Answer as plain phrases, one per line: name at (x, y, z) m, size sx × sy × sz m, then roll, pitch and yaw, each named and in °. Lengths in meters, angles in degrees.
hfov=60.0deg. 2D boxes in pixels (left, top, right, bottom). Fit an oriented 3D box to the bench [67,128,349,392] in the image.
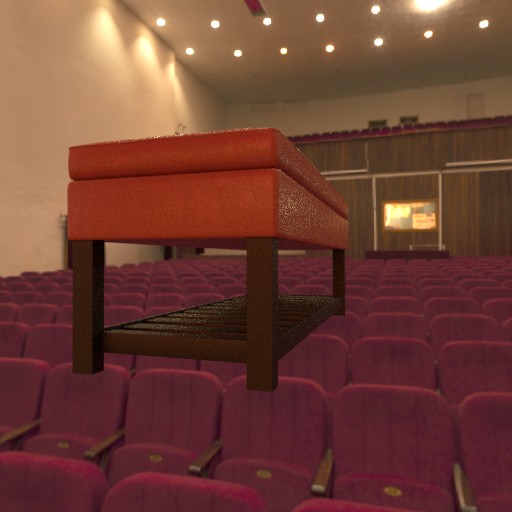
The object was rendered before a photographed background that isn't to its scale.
bench at (0.000, 0.000, 1.311) m, size 0.432 × 0.460 × 1.105 m, roll 0°, pitch 0°, yaw 18°
